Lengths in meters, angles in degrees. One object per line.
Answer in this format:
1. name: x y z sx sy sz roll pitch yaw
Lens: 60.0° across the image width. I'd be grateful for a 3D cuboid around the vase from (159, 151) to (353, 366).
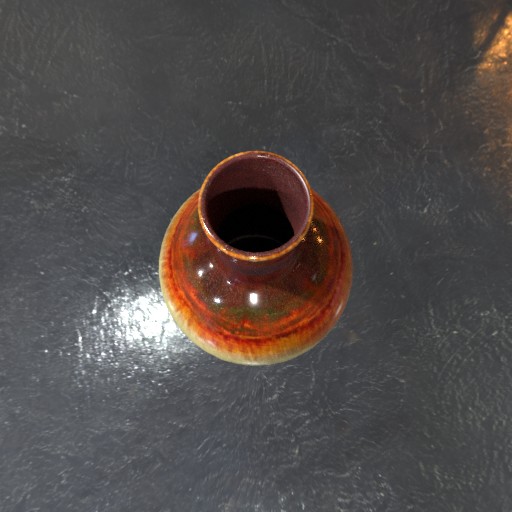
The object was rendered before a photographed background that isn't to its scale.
1. vase: 0.000 0.000 0.230 0.111 0.154 0.111 0 76 0
